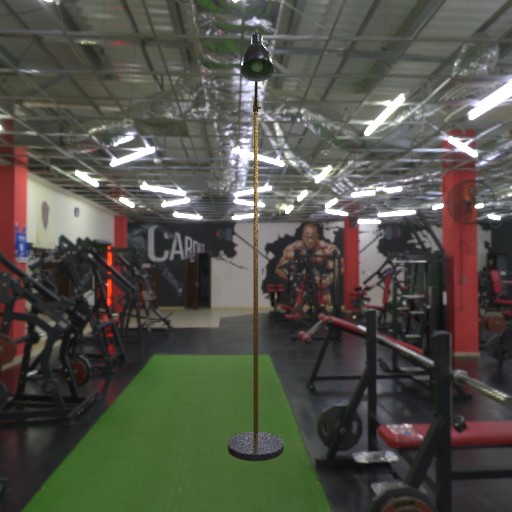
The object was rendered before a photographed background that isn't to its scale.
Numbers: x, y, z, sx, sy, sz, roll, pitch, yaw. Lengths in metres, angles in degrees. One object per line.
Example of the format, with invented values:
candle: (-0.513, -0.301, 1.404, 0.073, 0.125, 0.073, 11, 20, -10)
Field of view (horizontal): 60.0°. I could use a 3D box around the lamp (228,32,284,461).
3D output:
lamp: (0.000, 0.000, 1.802, 0.235, 1.628, 0.618, 0, -1, -1)
